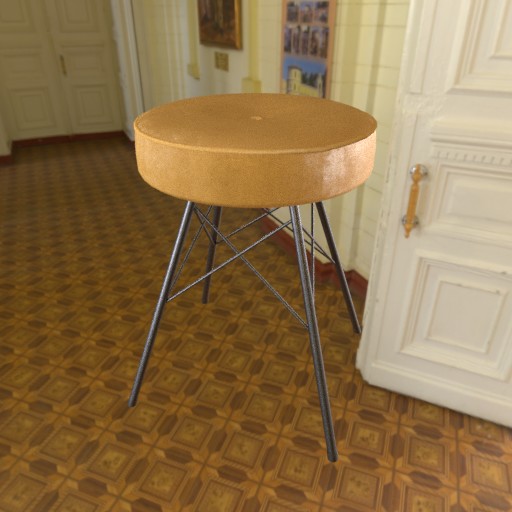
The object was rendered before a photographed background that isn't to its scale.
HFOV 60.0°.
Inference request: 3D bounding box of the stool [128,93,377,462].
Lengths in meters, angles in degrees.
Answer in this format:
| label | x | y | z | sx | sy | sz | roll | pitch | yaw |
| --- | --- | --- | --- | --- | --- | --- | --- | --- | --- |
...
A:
| label | x | y | z | sx | sy | sz | roll | pitch | yaw |
| --- | --- | --- | --- | --- | --- | --- | --- | --- | --- |
| stool | 0.000 | 0.000 | 0.925 | 0.472 | 0.595 | 0.438 | 10 | 31 | 17 |
